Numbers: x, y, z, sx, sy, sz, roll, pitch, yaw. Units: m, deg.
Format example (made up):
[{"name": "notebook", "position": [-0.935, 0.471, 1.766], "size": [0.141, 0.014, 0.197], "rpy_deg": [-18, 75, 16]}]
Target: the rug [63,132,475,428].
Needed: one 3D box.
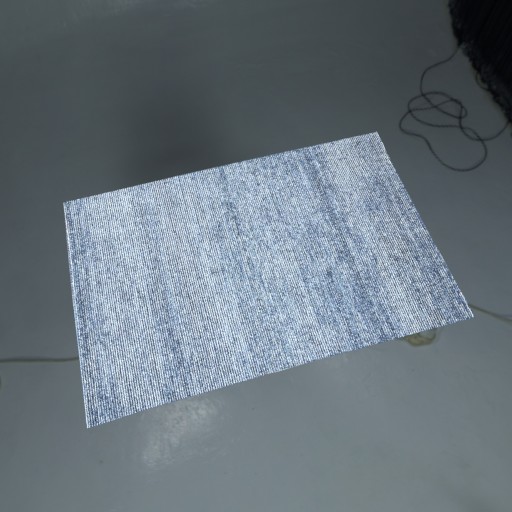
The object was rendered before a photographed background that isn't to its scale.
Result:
[{"name": "rug", "position": [0.000, 0.000, 2.195], "size": [1.793, 0.025, 1.159], "rpy_deg": [-14, 65, -7]}]
